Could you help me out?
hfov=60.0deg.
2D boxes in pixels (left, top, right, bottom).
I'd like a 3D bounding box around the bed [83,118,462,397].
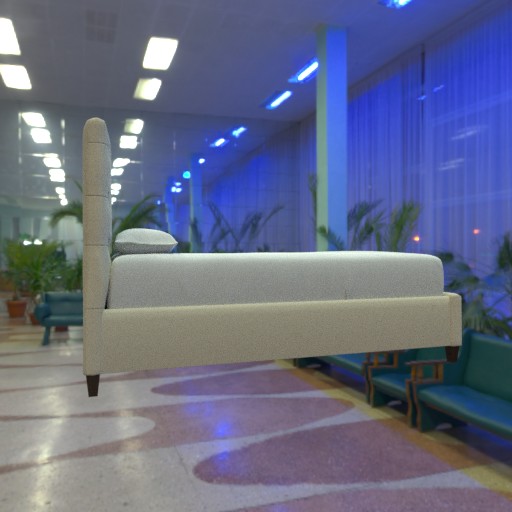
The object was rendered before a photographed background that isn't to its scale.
[{"bbox_3d":[0.000,0.000,3.397,2.387,1.427,1.698,0,0,-18],"label":"bed"}]
